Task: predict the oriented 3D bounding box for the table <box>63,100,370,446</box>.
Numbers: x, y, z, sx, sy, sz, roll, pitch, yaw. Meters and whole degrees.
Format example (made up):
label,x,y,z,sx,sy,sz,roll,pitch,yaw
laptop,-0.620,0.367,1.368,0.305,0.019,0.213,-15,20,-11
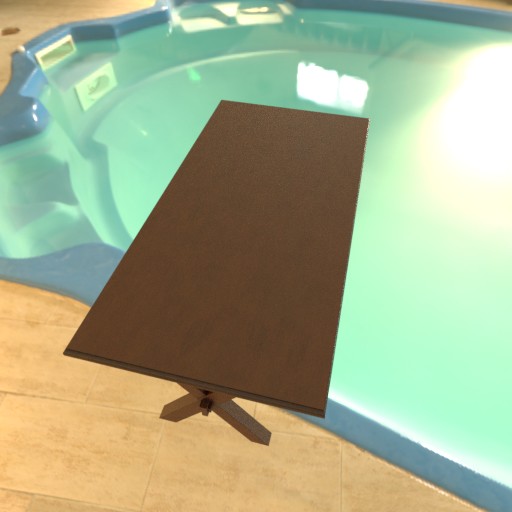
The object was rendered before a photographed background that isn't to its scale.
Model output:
label,x,y,z,sx,sy,sz,roll,pitch,yaw
table,0.000,0.000,1.507,0.594,0.459,1.197,11,48,10
